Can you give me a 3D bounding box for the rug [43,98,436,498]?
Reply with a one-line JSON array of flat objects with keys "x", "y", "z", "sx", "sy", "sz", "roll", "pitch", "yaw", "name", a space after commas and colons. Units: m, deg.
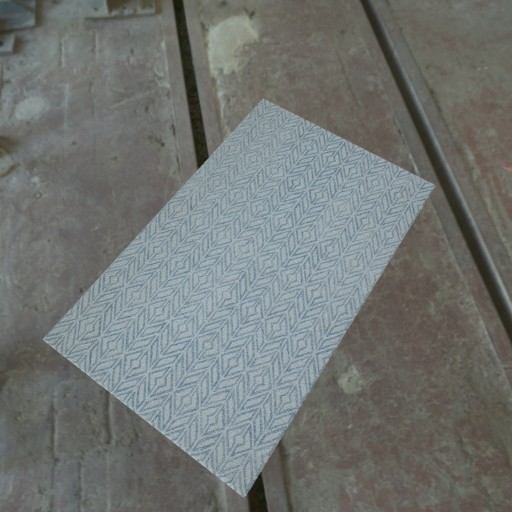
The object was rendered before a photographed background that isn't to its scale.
[{"x": 0.000, "y": 0.000, "z": 2.997, "sx": 1.526, "sy": 0.008, "sz": 2.441, "roll": 32, "pitch": 68, "yaw": 14, "name": "rug"}]
